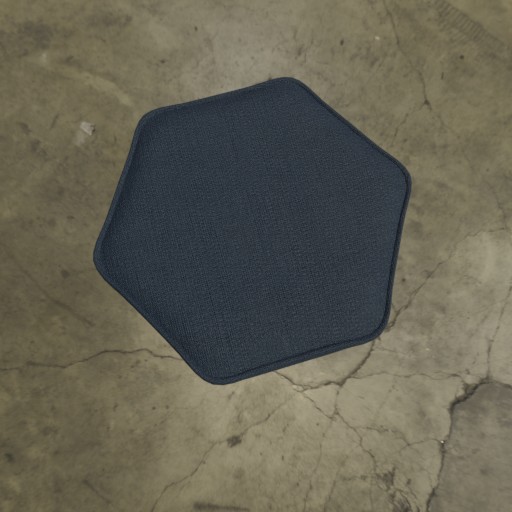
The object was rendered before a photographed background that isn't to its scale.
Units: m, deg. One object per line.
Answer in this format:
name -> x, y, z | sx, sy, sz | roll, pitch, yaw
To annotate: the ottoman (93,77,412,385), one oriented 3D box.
ottoman -> 0.000, 0.000, 0.885 | 0.454, 0.505, 0.492 | 17, 76, 4
